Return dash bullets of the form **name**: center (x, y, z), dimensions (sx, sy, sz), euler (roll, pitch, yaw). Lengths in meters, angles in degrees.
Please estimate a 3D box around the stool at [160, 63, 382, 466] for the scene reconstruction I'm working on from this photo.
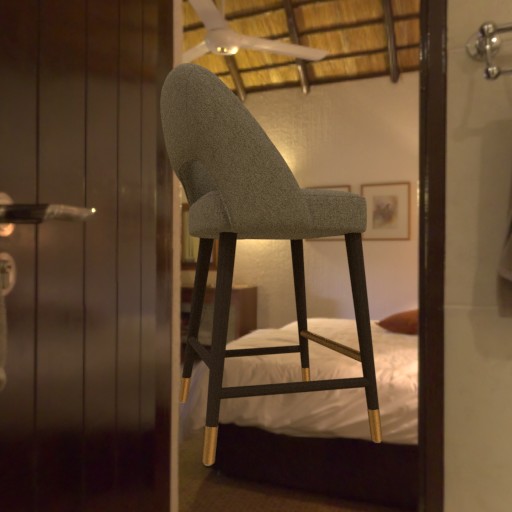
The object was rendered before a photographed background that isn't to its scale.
- **stool**: center (0.000, 0.000, 1.246), dimensions (0.524, 0.925, 0.536), euler (0, 0, -17)
